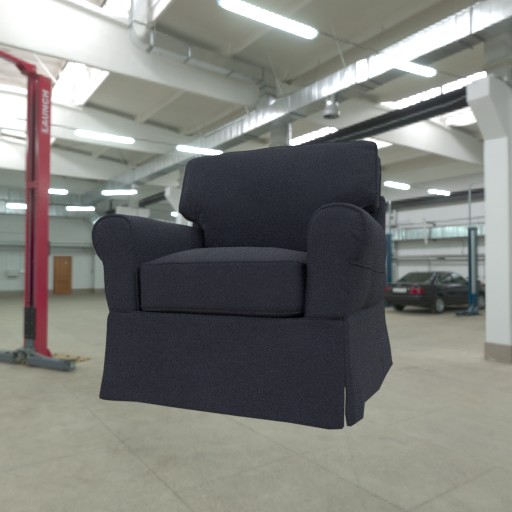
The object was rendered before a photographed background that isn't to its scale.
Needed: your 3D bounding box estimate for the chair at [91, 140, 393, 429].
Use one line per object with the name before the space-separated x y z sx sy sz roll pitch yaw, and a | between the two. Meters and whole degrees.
chair | 0.000 0.000 1.976 1.119 1.140 1.002 -1 -2 20
